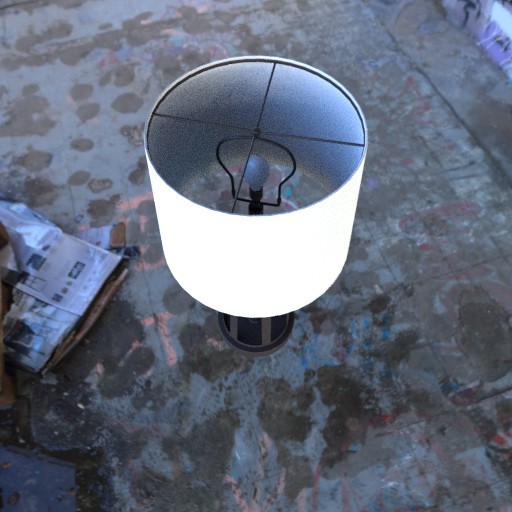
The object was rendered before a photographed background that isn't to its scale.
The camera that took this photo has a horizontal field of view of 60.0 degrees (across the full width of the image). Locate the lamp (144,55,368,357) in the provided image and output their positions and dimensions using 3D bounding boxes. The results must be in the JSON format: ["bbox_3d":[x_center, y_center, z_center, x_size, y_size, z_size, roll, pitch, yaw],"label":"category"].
[{"bbox_3d":[0.000,0.000,0.657,0.251,0.509,0.251,0,60,0],"label":"lamp"}]
